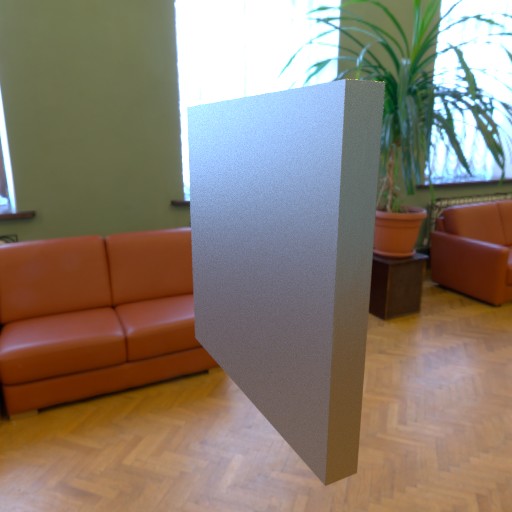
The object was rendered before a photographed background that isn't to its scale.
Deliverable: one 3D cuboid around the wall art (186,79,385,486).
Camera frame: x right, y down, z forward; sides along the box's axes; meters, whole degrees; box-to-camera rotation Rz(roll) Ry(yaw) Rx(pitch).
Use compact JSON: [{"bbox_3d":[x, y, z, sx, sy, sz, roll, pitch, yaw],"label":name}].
[{"bbox_3d":[0.000,0.000,0.519,0.038,0.350,0.350,-8,17,-26],"label":"wall art"}]
